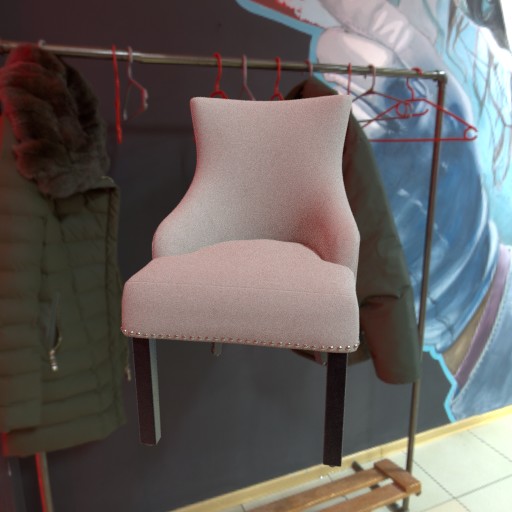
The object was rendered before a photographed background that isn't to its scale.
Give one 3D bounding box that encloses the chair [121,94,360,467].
[{"bbox_3d":[0.000,0.000,1.260,0.566,0.909,0.629,2,14,9],"label":"chair"}]
